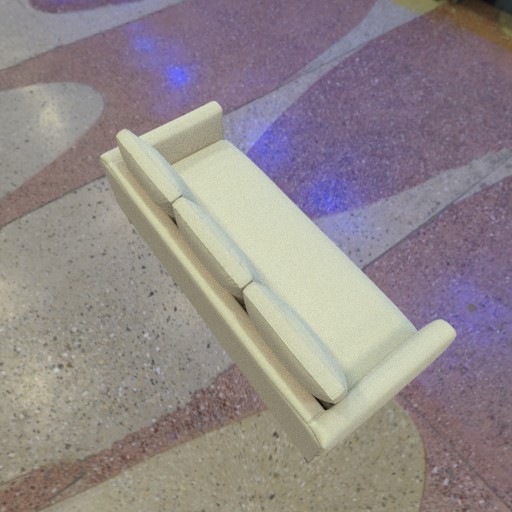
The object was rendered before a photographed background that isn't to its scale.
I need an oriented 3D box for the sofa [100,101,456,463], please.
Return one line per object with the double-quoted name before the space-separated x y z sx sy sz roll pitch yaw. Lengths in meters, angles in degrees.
"sofa" 0.000 0.000 2.708 0.902 0.911 2.198 -32 64 -18
